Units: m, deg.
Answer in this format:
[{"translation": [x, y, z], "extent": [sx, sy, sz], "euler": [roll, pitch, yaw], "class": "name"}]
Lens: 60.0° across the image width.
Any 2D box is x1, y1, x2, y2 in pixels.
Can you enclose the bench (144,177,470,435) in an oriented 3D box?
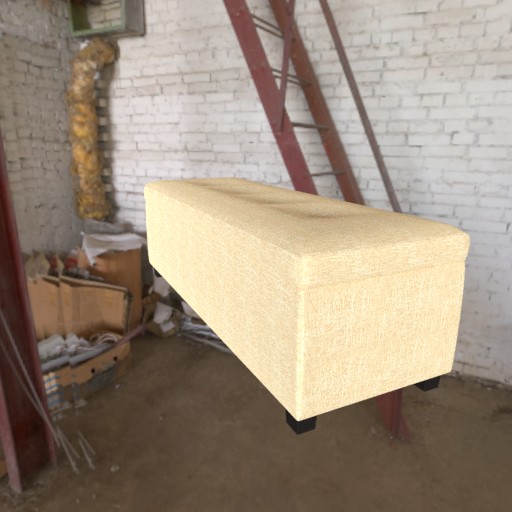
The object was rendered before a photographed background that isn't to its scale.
[{"translation": [0.000, 0.000, 1.417], "extent": [0.432, 0.406, 1.219], "euler": [-8, 17, -25], "class": "bench"}]
